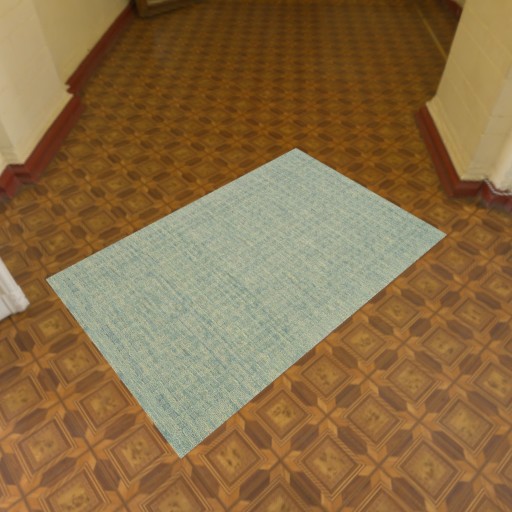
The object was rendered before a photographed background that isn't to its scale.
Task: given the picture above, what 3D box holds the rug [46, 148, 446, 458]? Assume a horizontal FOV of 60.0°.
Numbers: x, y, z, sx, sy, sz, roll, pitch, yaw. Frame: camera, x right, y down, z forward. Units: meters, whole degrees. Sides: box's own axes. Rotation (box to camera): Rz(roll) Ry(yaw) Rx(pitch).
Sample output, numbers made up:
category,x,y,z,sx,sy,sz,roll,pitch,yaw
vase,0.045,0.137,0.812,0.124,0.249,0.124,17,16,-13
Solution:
category,x,y,z,sx,sy,sz,roll,pitch,yaw
rug,0.000,0.000,2.294,1.752,0.006,1.142,-33,54,-28
